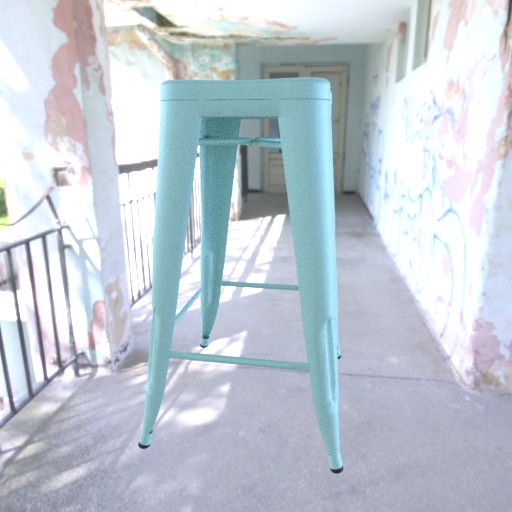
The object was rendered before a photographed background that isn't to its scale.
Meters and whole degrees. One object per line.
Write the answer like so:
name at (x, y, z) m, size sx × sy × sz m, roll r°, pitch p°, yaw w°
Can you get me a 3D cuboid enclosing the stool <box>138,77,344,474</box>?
stool at (0.000, 0.000, 0.848) m, size 0.359 × 0.609 × 0.399 m, roll 3°, pitch 17°, yaw 9°
